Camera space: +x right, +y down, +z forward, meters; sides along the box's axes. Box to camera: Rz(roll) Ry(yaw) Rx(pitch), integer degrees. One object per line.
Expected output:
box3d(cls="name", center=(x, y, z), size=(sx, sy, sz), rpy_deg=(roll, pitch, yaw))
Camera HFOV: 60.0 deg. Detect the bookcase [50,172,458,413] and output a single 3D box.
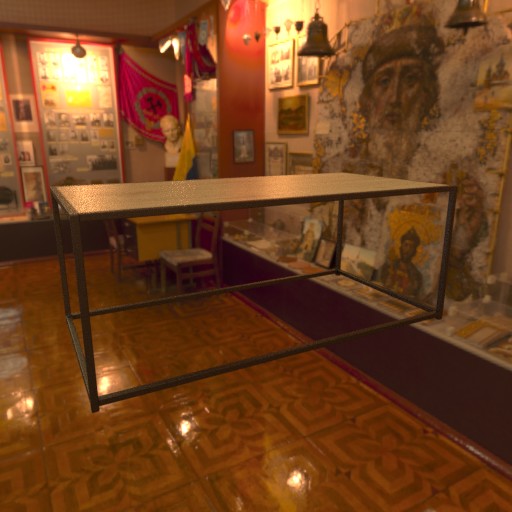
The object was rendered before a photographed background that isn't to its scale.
box3d(cls="bookcase", center=(0.000, 0.000, 1.264), size=(1.000, 0.400, 0.500), rpy_deg=(-8, 17, -27))
